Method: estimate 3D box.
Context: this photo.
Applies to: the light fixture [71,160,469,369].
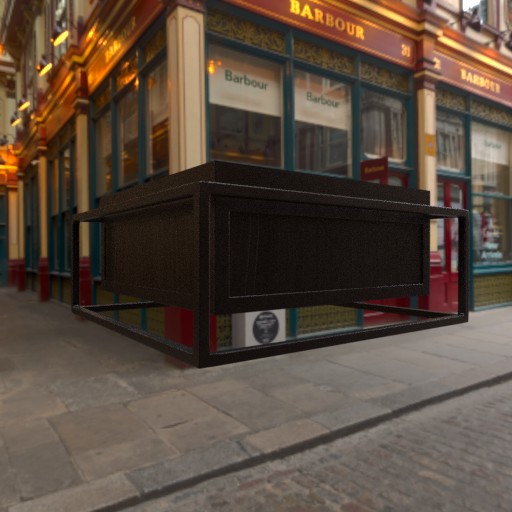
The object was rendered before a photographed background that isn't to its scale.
[{"bbox_3d":[0.000,0.000,0.690,0.441,0.191,0.441,0,1,-36],"label":"light fixture"}]
